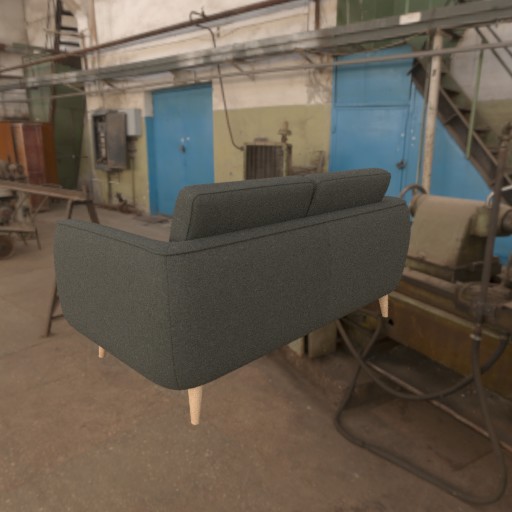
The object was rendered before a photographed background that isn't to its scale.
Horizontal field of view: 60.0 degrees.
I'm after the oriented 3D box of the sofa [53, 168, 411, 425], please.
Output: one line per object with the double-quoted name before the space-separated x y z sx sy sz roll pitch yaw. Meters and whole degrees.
"sofa" 0.000 0.000 2.246 0.920 0.850 1.700 15 21 43
